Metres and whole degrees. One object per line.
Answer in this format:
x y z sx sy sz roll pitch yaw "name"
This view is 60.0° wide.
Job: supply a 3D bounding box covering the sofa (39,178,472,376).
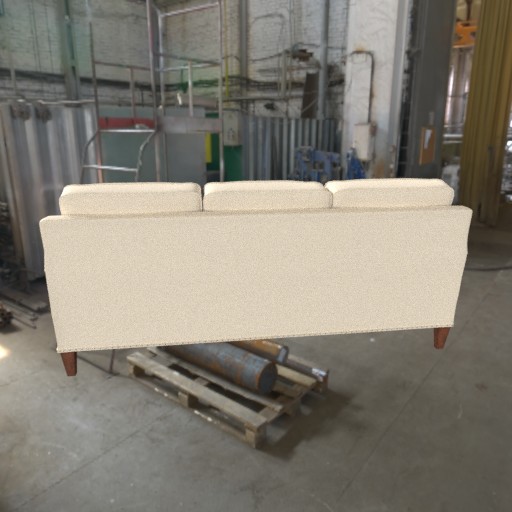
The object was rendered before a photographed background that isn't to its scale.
0.000 0.000 2.771 2.246 1.003 1.084 -2 16 -8 "sofa"
